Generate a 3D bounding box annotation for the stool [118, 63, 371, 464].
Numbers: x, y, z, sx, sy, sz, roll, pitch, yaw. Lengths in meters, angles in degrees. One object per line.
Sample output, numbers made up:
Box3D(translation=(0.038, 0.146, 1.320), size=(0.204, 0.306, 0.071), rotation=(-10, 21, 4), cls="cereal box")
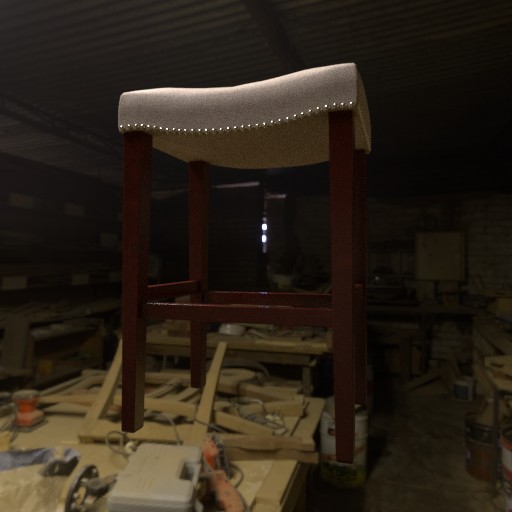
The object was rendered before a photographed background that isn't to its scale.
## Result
Box3D(translation=(0.000, 0.000, 1.032), size=(0.504, 0.742, 0.372), rotation=(0, 0, 18), cls="stool")
